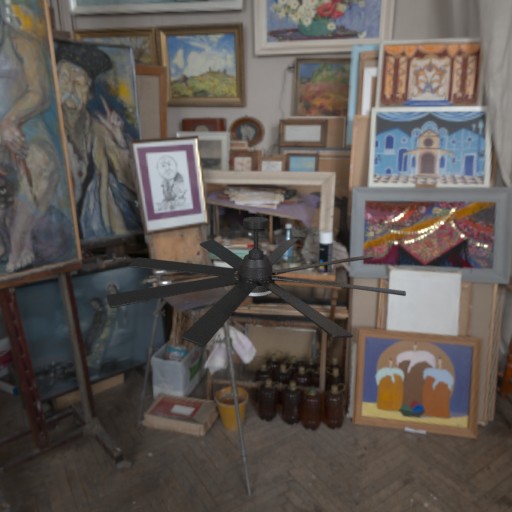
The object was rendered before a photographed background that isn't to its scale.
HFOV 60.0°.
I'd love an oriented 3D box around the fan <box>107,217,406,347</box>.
[{"bbox_3d":[0.000,0.000,2.804,1.830,0.472,1.830,-9,19,-25],"label":"fan"}]
